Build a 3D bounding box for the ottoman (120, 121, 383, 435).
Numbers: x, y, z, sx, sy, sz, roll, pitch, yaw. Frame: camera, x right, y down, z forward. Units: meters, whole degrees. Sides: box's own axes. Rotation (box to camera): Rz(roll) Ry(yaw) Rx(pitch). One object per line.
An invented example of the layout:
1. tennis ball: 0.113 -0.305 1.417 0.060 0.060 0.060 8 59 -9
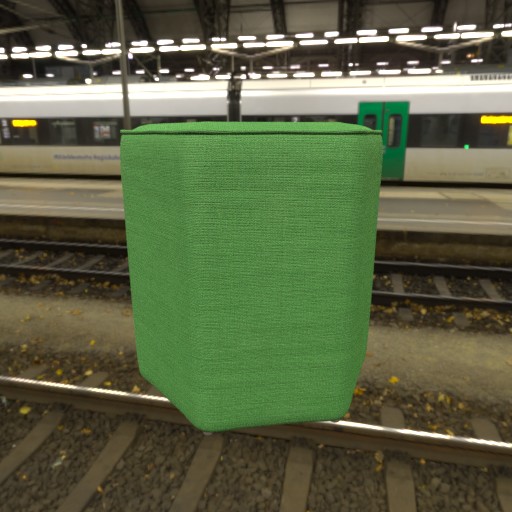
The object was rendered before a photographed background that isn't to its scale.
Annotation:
1. ottoman: 0.000 0.000 0.890 0.499 0.507 0.444 -2 16 -8
